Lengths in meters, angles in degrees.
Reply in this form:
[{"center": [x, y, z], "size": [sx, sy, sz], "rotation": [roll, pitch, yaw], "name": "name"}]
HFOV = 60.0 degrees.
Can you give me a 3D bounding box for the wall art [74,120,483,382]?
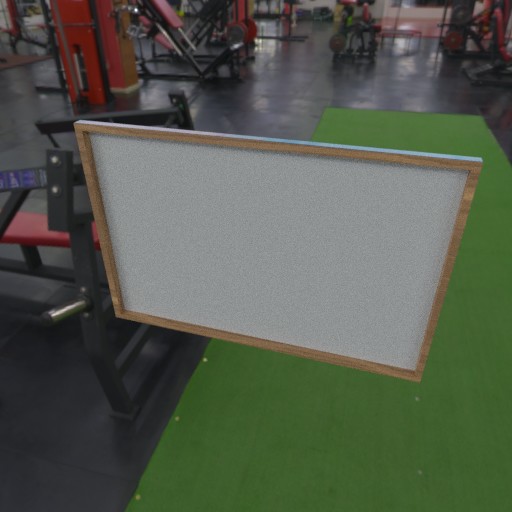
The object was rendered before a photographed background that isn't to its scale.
[{"center": [0.000, 0.000, 1.407], "size": [1.137, 0.756, 0.034], "rotation": [9, 34, 14], "name": "wall art"}]
